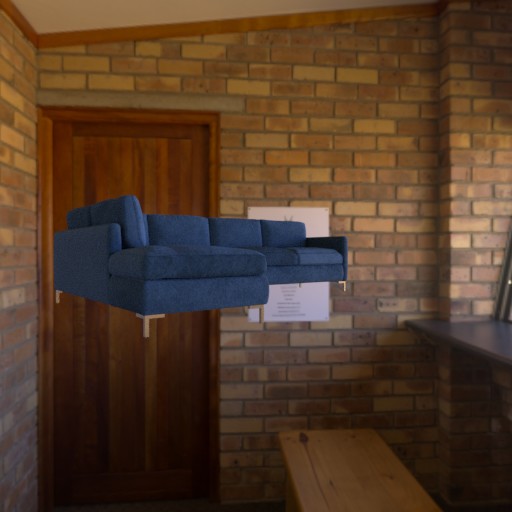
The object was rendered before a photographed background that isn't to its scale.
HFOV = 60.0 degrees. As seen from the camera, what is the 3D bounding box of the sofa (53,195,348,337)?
[{"bbox_3d":[0.000,0.000,3.906,2.949,0.815,2.007,0,1,-37],"label":"sofa"}]
